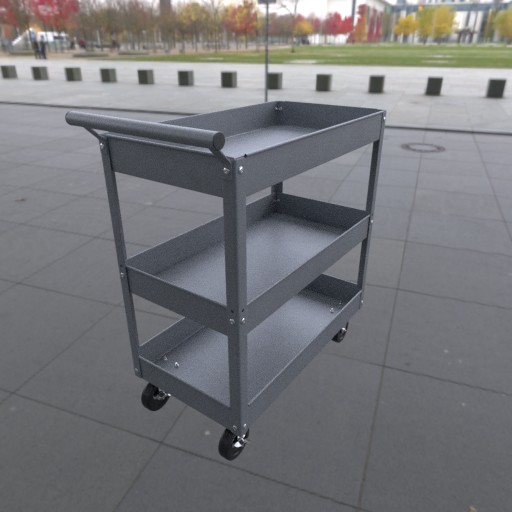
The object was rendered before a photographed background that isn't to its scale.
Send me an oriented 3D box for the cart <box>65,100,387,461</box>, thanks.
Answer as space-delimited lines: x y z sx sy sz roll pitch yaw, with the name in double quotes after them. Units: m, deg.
0.000 0.000 1.163 0.366 0.780 0.719 17 31 32 "cart"
